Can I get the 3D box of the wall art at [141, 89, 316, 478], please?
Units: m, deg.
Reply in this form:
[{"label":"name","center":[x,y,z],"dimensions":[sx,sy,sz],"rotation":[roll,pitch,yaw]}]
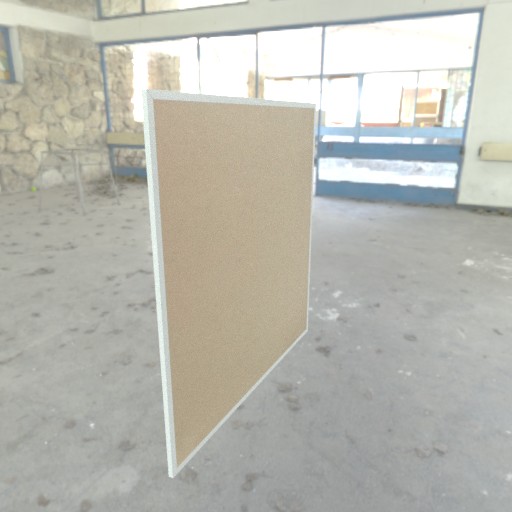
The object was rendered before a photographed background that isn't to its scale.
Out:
[{"label":"wall art","center":[0.000,0.000,1.208],"dimensions":[0.012,0.809,0.809],"rotation":[9,19,27]}]
